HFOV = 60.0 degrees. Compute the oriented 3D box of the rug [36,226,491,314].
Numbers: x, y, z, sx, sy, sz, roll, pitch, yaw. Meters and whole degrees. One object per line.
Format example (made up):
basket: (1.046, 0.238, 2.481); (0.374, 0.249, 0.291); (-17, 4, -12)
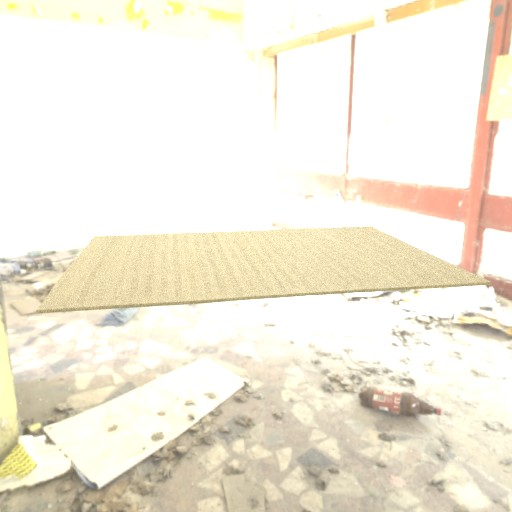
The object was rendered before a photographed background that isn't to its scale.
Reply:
rug: (0.000, 0.000, 2.908); (2.297, 0.018, 1.532); (-3, 16, -10)
